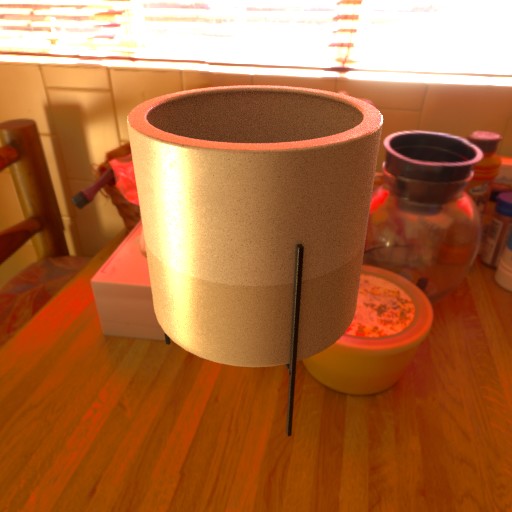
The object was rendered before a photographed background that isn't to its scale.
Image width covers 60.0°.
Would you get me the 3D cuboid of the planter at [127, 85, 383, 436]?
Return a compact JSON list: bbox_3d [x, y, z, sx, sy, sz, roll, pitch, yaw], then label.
[{"bbox_3d":[0.000,0.000,0.754,0.359,0.484,0.368,-9,33,-15],"label":"planter"}]
